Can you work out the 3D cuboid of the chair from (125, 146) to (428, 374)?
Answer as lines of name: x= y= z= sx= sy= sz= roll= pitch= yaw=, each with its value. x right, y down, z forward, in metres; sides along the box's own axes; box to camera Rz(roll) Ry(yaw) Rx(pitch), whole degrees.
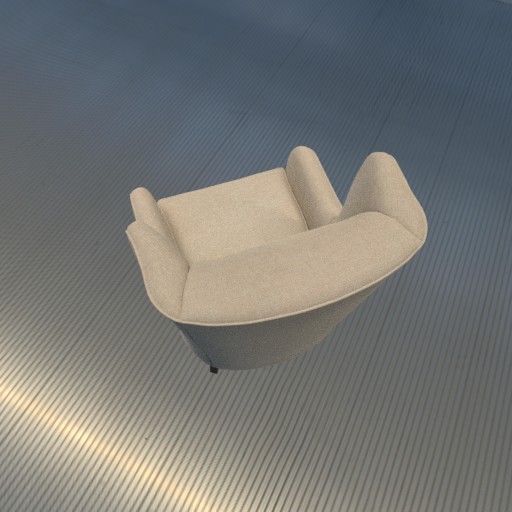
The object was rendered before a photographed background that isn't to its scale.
chair: x=0.000 y=0.000 z=1.762 sx=0.838 sy=1.040 sz=0.966 roll=-17 pitch=60 yaw=-10
